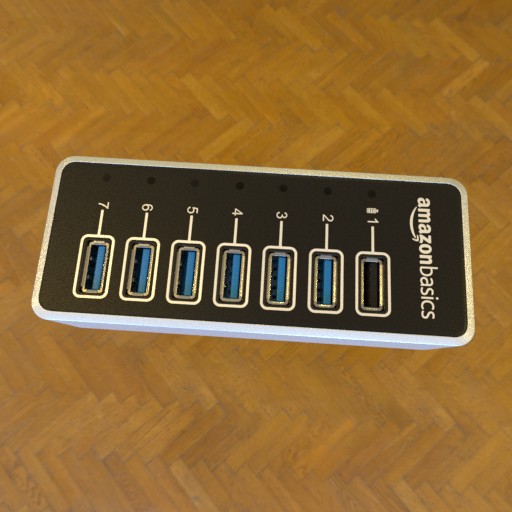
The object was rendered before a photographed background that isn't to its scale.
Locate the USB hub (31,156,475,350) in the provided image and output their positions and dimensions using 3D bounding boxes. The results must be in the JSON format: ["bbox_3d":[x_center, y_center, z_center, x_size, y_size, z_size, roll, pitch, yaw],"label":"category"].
[{"bbox_3d":[0.000,0.000,0.124,0.110,0.023,0.044,4,76,1],"label":"USB hub"}]
